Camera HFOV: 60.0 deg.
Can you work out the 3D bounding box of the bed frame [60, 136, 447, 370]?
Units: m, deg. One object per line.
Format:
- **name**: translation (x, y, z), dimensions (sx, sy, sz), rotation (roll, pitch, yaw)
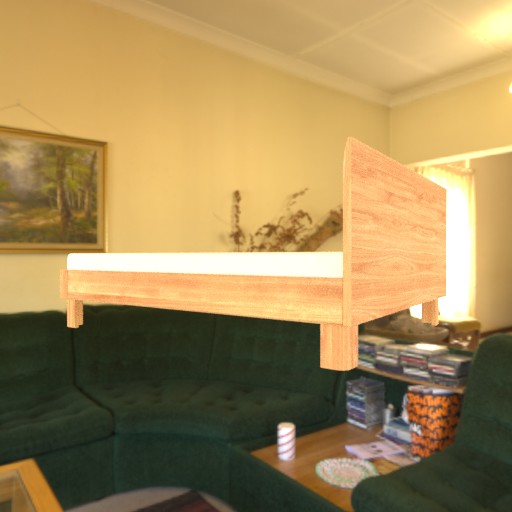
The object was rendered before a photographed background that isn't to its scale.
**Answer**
- **bed frame**: translation (0.000, 0.000, 3.019), dimensions (2.092, 0.940, 1.660), rotation (0, 0, 35)
